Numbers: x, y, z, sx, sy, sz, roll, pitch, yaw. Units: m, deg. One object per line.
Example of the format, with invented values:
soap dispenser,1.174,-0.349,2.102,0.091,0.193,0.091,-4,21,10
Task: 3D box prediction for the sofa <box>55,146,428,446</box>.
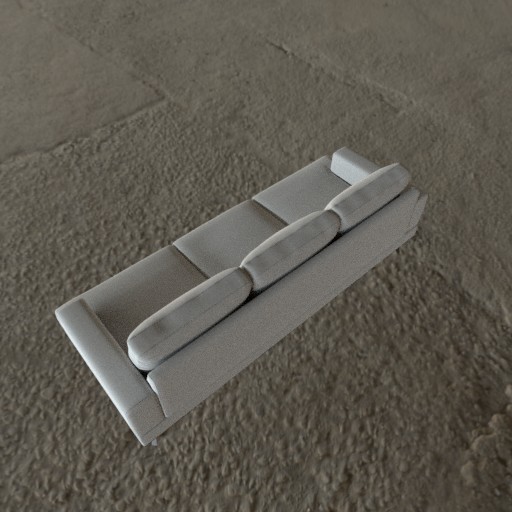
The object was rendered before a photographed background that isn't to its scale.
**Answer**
sofa,0.000,0.000,2.810,2.310,0.810,0.920,-33,56,-26
